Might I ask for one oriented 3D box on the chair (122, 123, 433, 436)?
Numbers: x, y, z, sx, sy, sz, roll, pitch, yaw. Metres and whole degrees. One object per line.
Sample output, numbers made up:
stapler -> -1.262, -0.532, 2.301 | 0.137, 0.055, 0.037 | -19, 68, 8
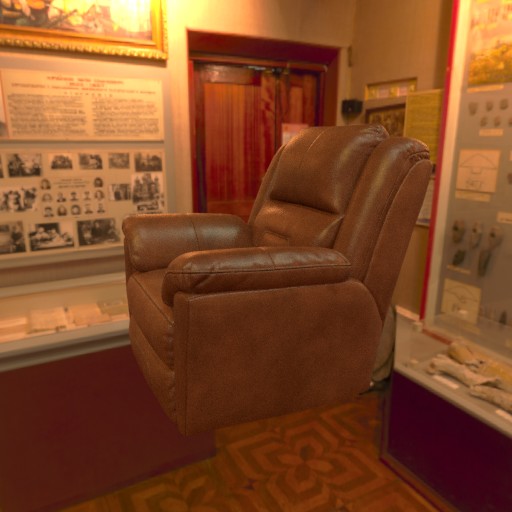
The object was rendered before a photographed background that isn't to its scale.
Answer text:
chair -> 0.000, 0.000, 1.909 | 1.041, 1.093, 0.990 | -7, 16, -26
